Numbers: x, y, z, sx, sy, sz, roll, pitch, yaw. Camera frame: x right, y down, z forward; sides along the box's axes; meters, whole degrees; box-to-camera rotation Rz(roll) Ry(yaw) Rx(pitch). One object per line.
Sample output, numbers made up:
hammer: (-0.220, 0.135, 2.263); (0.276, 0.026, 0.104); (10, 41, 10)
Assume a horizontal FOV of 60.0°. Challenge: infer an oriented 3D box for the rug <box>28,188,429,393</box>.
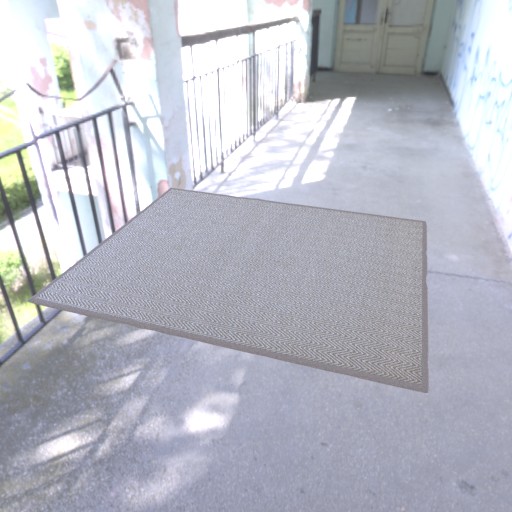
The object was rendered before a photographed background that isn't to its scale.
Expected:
rug: (0.000, 0.000, 4.086); (3.007, 0.032, 2.434); (9, 32, 15)
